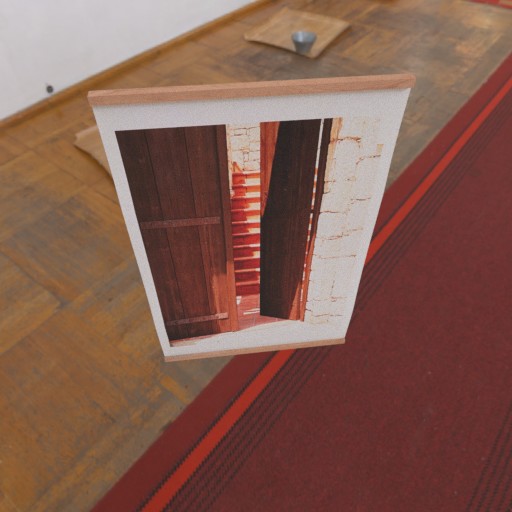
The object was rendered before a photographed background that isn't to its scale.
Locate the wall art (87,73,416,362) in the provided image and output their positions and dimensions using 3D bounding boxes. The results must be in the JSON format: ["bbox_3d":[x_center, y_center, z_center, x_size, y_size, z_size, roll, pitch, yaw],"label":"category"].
[{"bbox_3d":[0.000,0.000,0.634,0.332,0.508,0.012,-5,47,-5],"label":"wall art"}]
